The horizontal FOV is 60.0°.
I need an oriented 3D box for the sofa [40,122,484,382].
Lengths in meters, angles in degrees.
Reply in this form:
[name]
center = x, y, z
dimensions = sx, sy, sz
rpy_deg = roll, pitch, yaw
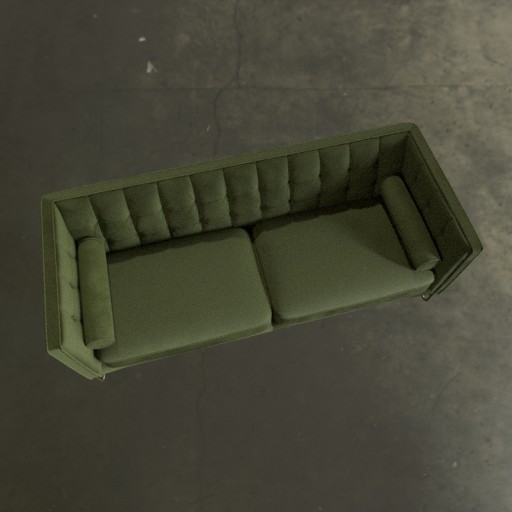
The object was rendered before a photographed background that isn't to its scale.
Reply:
[sofa]
center = 0.000, 0.000, 2.520
dimensions = 2.087, 0.789, 0.867
rpy_deg = -13, 64, -6
